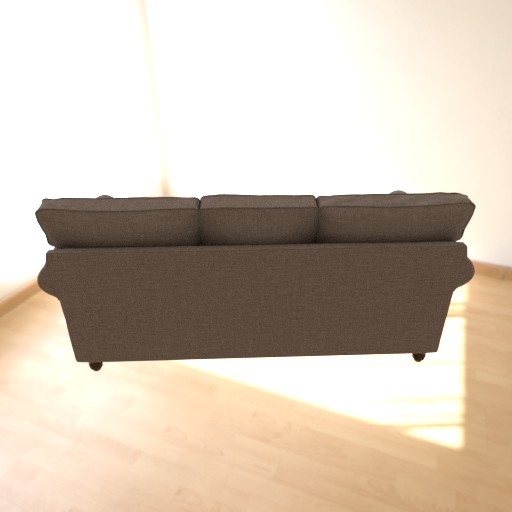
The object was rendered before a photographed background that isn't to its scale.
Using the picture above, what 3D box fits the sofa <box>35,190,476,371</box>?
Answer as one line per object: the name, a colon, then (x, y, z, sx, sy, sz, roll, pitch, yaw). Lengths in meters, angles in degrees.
sofa: (0.000, 0.000, 2.541, 2.084, 0.961, 0.916, -1, 29, -2)
